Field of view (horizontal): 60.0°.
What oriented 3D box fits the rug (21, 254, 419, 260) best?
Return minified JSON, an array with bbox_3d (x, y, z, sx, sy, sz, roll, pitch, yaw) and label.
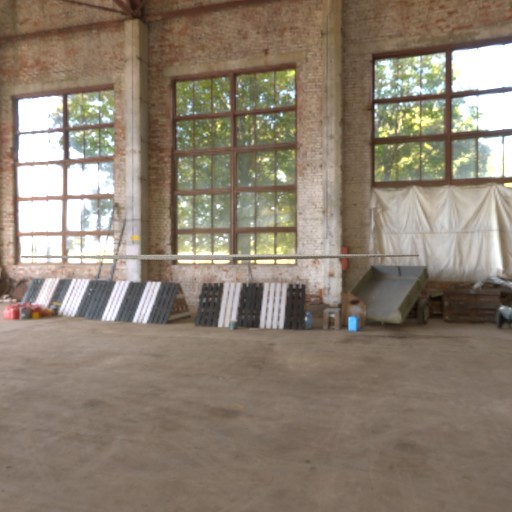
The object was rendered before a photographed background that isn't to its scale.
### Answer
[{"bbox_3d":[0.000,0.000,3.047,1.524,0.014,2.438,0,1,35],"label":"rug"}]
